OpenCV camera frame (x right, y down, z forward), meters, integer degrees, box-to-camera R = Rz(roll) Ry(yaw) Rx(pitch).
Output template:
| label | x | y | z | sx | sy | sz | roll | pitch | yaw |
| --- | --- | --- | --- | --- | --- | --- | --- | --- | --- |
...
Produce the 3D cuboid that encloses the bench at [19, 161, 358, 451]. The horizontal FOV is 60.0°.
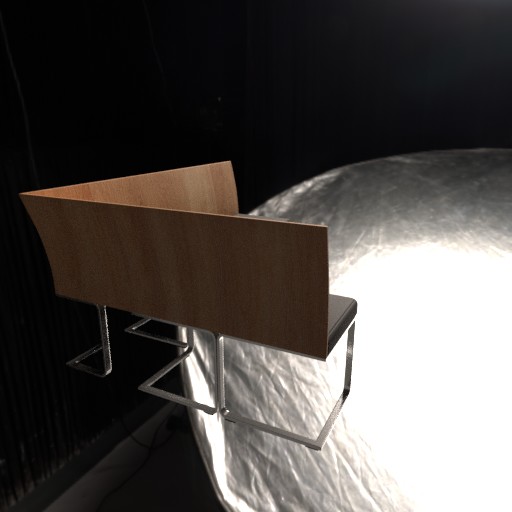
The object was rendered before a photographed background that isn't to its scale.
| label | x | y | z | sx | sy | sz | roll | pitch | yaw |
| --- | --- | --- | --- | --- | --- | --- | --- | --- | --- |
| bench | 0.000 | 0.000 | 2.706 | 1.495 | 0.930 | 1.945 | 8 | 19 | 26 |
